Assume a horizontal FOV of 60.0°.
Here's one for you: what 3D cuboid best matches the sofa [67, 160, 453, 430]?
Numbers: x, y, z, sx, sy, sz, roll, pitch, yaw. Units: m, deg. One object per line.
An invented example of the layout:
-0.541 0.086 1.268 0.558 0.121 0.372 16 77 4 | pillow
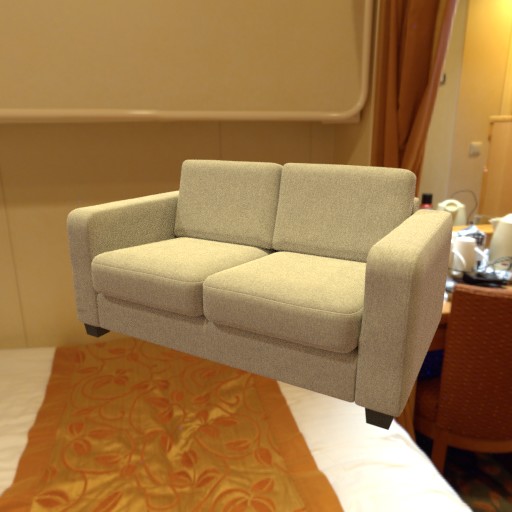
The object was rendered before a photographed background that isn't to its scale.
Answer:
0.000 0.000 2.013 1.540 0.800 0.900 9 18 28 | sofa
